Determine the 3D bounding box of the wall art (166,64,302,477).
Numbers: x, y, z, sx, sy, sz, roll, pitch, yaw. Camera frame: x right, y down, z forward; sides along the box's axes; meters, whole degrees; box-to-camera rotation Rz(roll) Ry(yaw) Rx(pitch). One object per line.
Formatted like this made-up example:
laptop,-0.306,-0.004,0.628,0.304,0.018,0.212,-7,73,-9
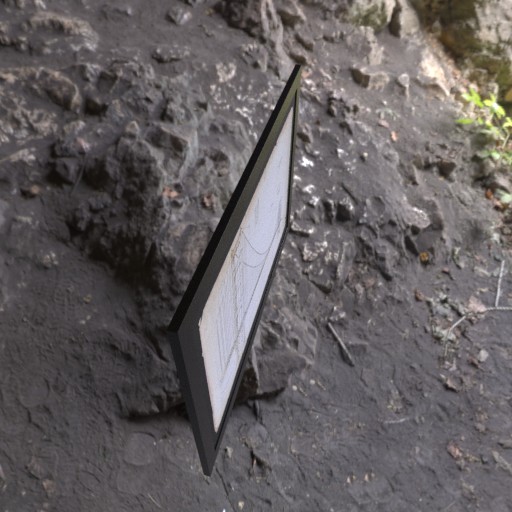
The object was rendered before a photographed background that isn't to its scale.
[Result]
wall art,0.000,0.000,0.833,0.013,0.447,0.660,11,47,10
